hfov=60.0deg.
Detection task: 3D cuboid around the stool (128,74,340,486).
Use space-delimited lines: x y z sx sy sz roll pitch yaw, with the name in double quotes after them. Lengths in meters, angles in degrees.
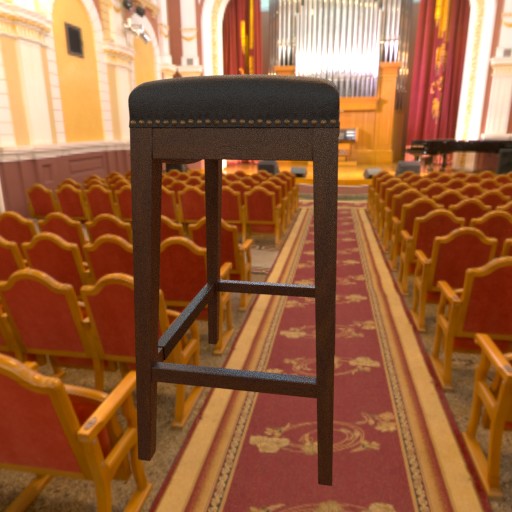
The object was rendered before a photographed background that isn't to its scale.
0.000 0.000 0.926 0.353 0.664 0.490 3 16 10 "stool"
